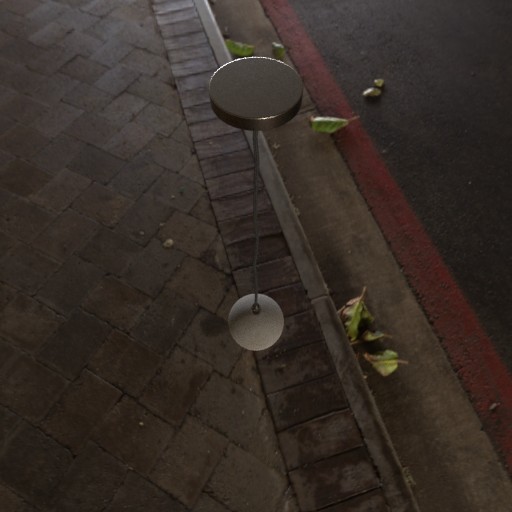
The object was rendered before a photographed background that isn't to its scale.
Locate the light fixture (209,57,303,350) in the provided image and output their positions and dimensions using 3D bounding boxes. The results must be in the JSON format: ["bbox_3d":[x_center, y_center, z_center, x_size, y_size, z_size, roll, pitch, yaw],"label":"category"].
[{"bbox_3d":[0.000,0.000,0.844,0.139,0.764,0.139,14,60,8],"label":"light fixture"}]
